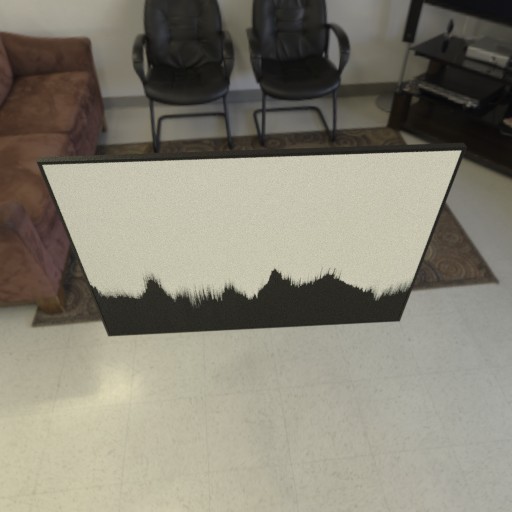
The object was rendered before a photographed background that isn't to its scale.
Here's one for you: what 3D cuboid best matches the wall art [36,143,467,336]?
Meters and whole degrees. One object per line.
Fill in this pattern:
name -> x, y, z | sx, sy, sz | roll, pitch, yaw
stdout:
wall art -> 0.000, 0.000, 1.225 | 0.957, 0.660, 0.019 | -3, 45, -3
